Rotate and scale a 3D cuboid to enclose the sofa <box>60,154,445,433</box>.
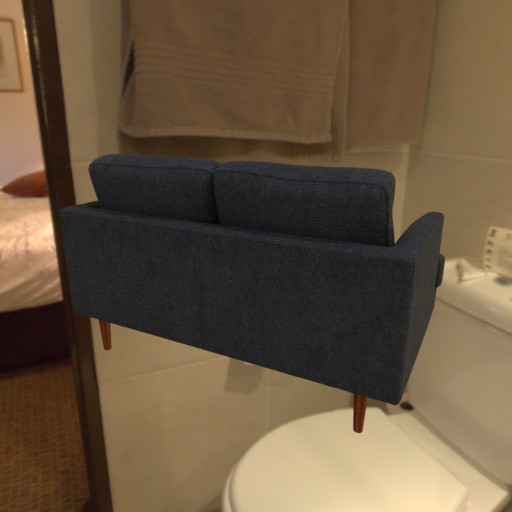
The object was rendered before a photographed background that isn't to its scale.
[{"bbox_3d":[0.000,0.000,2.088,1.582,0.944,0.903,9,20,27],"label":"sofa"}]
